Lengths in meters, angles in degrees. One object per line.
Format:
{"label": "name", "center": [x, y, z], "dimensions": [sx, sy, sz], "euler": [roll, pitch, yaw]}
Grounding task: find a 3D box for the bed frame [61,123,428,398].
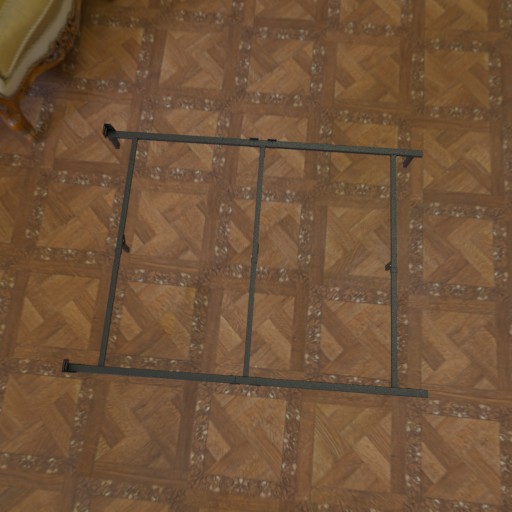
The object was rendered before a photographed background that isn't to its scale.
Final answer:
{"label": "bed frame", "center": [0.000, 0.000, 2.663], "dimensions": [1.990, 0.248, 1.498], "euler": [4, 76, 1]}
